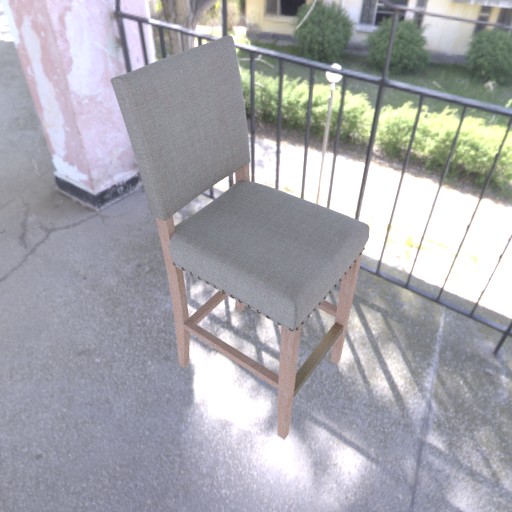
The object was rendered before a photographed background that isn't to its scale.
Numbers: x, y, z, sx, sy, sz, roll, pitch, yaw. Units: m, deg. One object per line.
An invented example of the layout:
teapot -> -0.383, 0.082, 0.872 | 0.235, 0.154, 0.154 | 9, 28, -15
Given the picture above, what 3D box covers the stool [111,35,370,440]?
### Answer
stool -> 0.000, 0.000, 1.457 | 0.585, 1.173, 0.445 | 26, 47, 26
